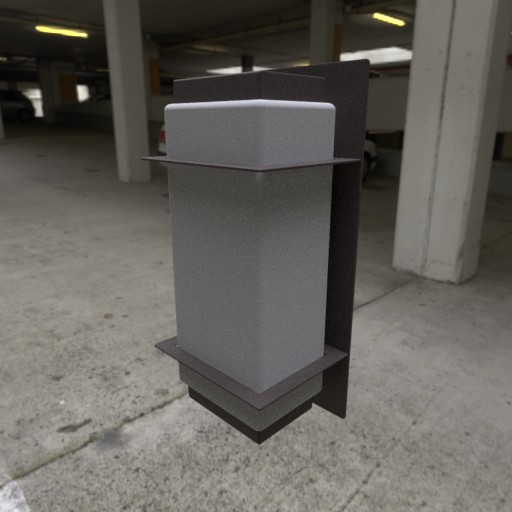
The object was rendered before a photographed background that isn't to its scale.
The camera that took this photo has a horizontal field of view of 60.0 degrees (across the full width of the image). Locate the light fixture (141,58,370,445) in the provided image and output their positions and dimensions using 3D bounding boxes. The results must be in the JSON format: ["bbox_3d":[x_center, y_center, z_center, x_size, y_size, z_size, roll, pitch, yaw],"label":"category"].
[{"bbox_3d":[0.000,0.000,0.427,0.153,0.347,0.146,16,23,43],"label":"light fixture"}]
